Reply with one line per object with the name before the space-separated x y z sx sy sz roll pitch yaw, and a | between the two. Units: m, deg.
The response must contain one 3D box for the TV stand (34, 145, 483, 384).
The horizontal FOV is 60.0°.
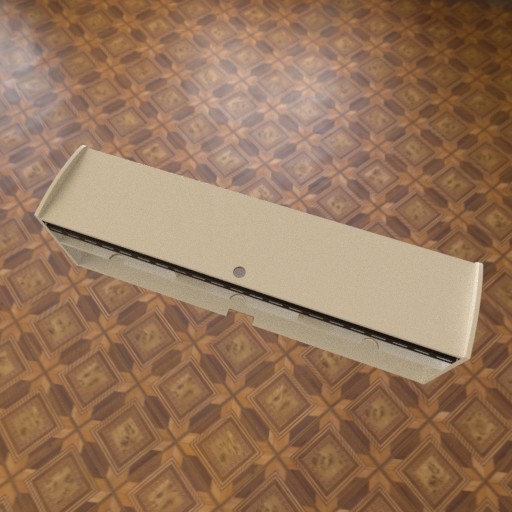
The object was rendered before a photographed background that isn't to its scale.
TV stand | 0.000 0.000 1.665 1.473 0.424 0.397 18 65 9
